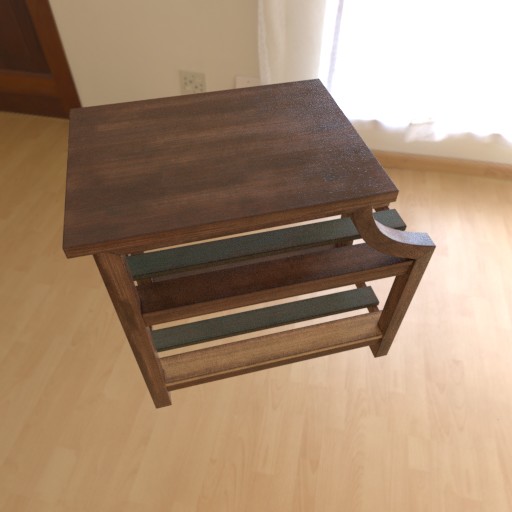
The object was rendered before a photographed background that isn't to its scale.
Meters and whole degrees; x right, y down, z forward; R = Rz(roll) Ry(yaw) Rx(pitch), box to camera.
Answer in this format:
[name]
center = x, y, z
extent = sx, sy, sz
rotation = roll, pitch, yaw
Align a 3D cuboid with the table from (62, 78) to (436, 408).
[table]
center = 0.000, 0.000, 0.959
extent = 0.609, 0.584, 0.356
rotation = -11, 49, -9
